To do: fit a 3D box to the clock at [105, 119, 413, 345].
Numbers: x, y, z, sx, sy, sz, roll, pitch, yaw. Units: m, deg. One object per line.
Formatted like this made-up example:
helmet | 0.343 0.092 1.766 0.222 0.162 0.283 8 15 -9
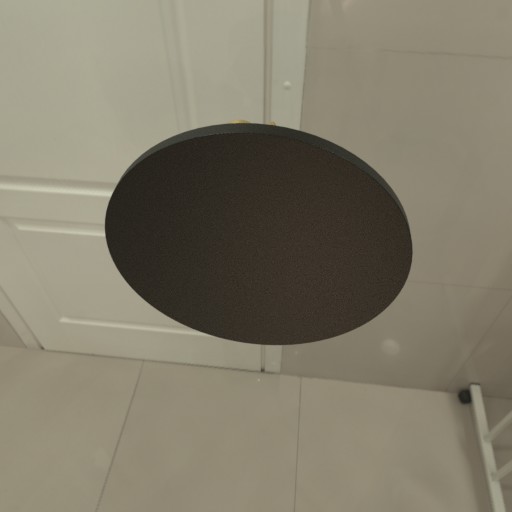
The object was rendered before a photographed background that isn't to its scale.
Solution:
clock | 0.000 0.000 0.682 0.454 0.454 0.038 5 48 4
